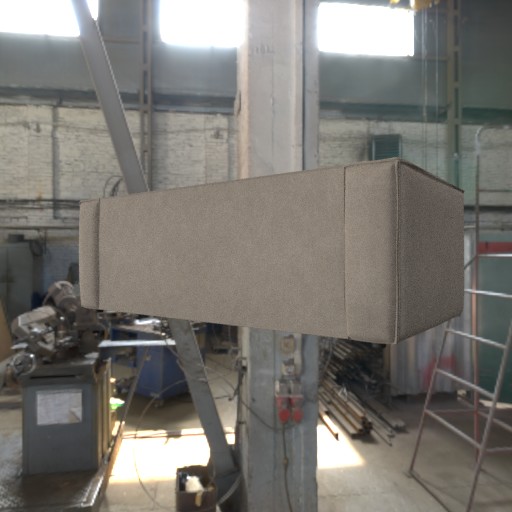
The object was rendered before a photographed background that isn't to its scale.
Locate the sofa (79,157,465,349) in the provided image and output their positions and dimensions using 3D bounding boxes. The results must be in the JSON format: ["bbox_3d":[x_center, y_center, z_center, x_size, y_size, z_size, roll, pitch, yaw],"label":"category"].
[{"bbox_3d":[0.000,0.000,2.478,1.995,0.680,1.038,0,0,37],"label":"sofa"}]
